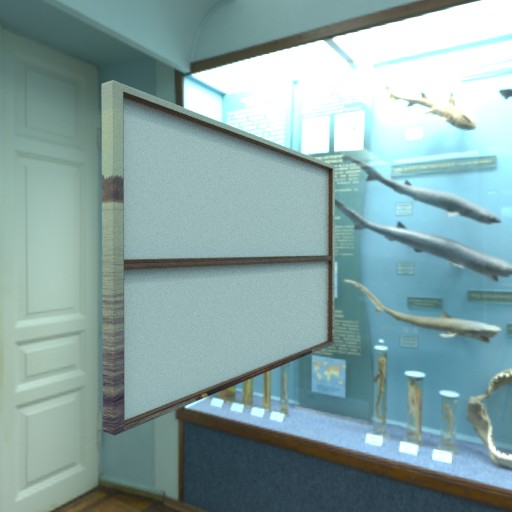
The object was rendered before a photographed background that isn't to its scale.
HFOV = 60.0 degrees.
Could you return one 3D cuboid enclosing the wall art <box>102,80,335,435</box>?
[{"bbox_3d":[0.000,0.000,1.437,0.040,0.765,1.149,0,1,34],"label":"wall art"}]
